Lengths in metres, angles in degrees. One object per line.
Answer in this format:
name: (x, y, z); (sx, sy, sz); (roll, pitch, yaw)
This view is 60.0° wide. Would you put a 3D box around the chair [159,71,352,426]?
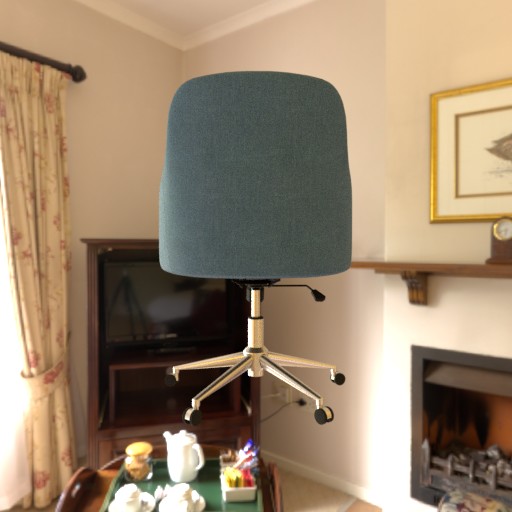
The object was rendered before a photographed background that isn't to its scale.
chair: (0.000, 0.000, 1.286); (0.599, 0.820, 0.655); (0, 1, -1)
